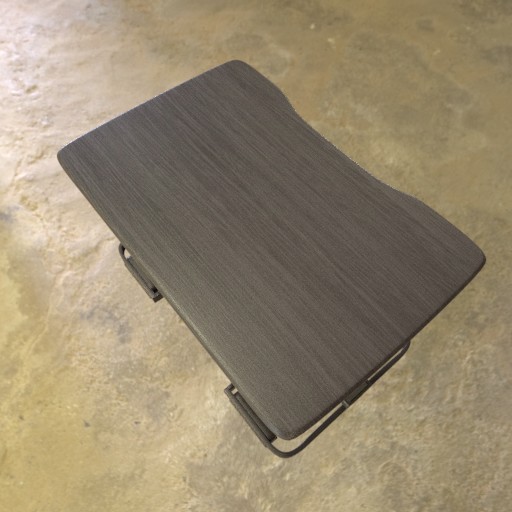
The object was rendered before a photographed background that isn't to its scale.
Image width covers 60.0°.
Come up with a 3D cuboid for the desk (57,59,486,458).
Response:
[{"bbox_3d":[0.000,0.000,1.134,0.546,0.470,0.820,-35,66,-19],"label":"desk"}]
